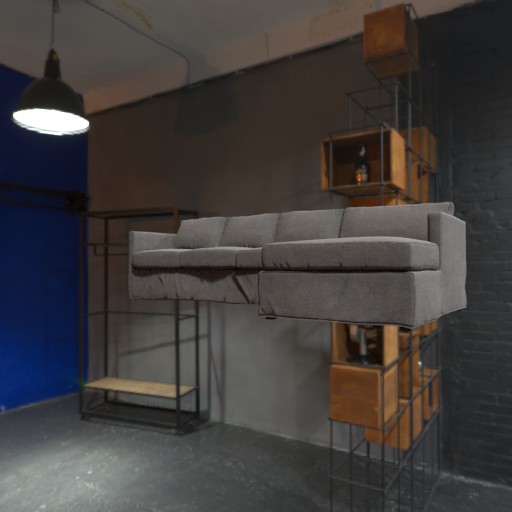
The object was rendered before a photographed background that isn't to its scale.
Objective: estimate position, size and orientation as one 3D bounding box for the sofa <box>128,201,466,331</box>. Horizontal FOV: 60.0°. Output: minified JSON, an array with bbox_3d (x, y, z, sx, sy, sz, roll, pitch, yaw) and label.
[{"bbox_3d":[0.000,0.000,3.922,3.205,0.922,1.650,-1,-1,35],"label":"sofa"}]
